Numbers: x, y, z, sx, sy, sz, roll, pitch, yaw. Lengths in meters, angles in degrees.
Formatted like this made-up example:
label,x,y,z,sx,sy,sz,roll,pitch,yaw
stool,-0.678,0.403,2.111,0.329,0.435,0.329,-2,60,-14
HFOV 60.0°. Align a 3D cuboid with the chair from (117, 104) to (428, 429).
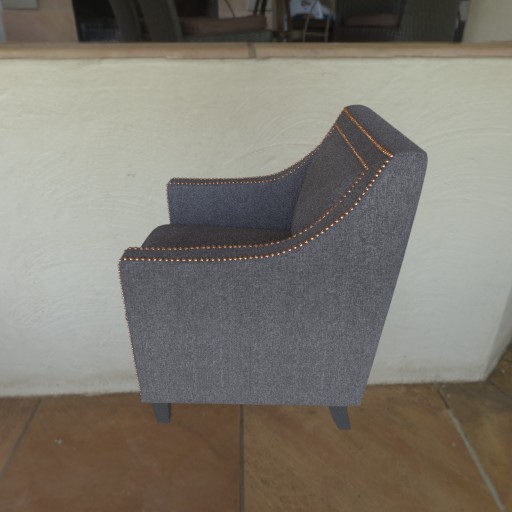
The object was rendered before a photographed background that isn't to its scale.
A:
label,x,y,z,sx,sy,sz,roll,pitch,yaw
chair,0.000,0.000,1.636,0.884,0.967,0.776,1,27,1
